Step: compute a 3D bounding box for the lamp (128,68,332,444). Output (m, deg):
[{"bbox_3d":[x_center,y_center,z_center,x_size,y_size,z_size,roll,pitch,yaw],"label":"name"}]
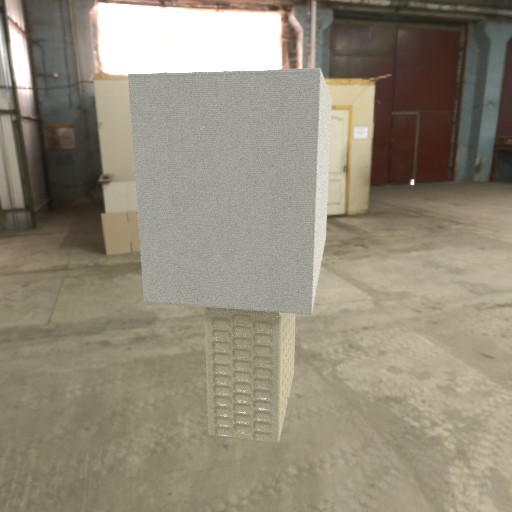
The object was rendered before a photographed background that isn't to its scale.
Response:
[{"bbox_3d":[0.000,0.000,0.688,0.200,0.515,0.380,3,16,11],"label":"lamp"}]
